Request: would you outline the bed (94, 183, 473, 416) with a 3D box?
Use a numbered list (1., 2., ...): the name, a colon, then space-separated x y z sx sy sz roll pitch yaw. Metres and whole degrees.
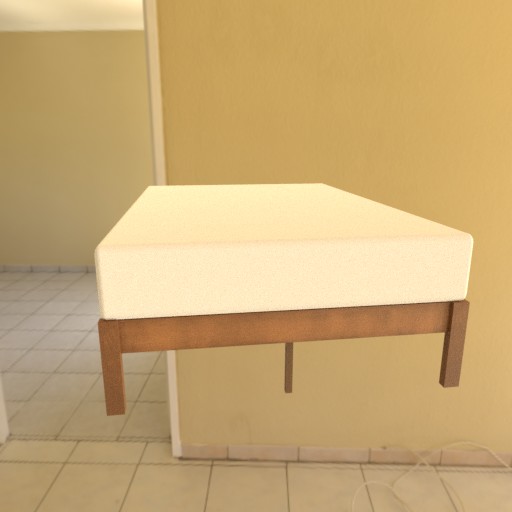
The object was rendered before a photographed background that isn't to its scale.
1. bed: 0.000 0.000 2.508 1.348 0.616 1.927 -2 15 -8
